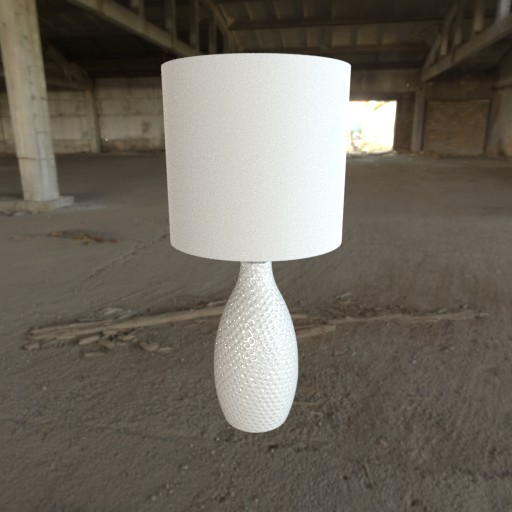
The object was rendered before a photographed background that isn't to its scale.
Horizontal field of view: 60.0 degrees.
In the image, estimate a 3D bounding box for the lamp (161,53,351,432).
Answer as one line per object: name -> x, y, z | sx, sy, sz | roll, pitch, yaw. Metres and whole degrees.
lamp -> 0.000, 0.000, 0.573 | 0.214, 0.466, 0.214 | 3, 16, 9
